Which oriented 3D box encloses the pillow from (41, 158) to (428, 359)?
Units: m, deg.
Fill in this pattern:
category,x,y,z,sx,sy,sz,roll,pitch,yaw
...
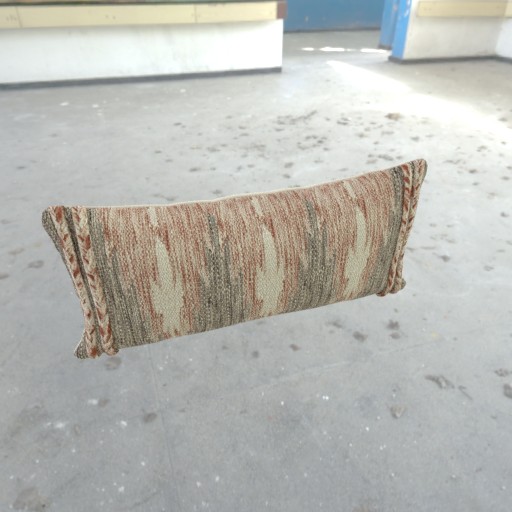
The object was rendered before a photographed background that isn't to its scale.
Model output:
category,x,y,z,sx,sy,sz,roll,pitch,yaw
pillow,0.000,0.000,0.749,0.635,0.282,0.139,-10,34,-15
